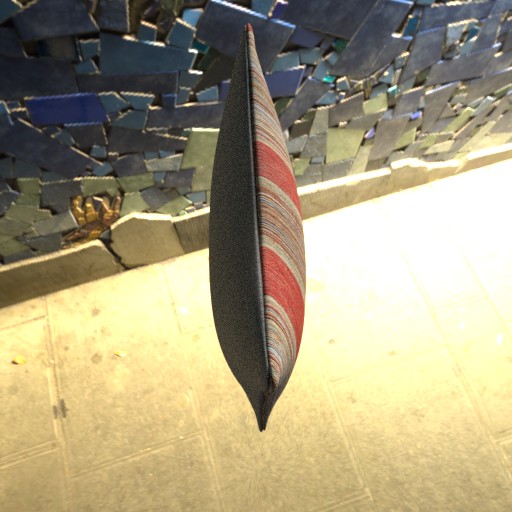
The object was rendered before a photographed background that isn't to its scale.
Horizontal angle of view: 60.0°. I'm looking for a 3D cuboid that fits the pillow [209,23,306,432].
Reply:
[{"bbox_3d":[0.000,0.000,0.628,0.136,0.419,0.437,-3,64,-1],"label":"pillow"}]
